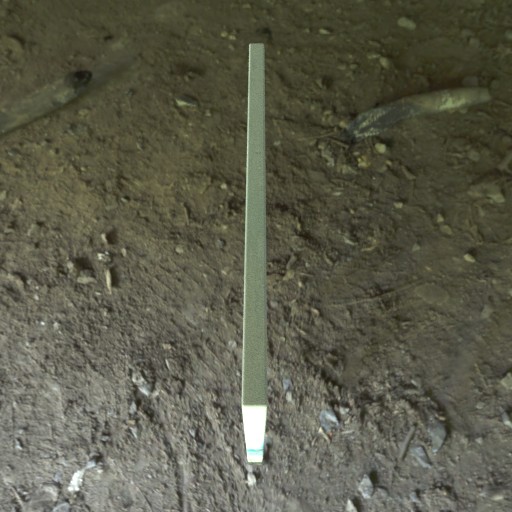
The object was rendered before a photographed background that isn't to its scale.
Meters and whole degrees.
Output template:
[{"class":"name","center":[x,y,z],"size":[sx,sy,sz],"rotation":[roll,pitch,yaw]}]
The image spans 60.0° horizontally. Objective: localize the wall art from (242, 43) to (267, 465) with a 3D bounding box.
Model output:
[{"class":"wall art","center":[0.000,0.000,1.153],"size":[0.038,0.609,0.913],"rotation":[0,58,0]}]
